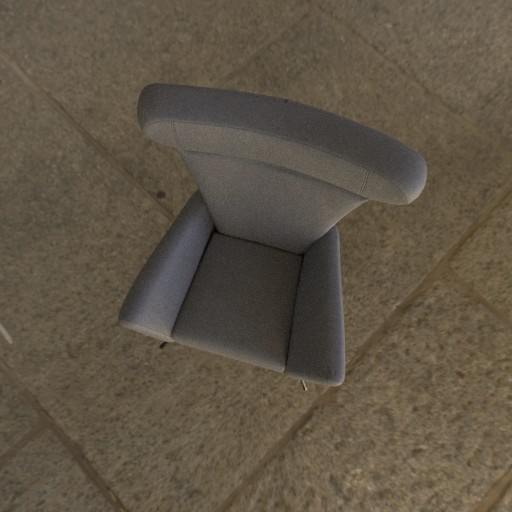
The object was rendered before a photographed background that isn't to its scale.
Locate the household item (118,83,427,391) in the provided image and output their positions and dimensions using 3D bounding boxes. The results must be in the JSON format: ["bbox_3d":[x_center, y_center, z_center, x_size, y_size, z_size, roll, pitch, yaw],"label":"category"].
[{"bbox_3d":[0.000,0.000,1.812,0.980,1.050,0.900,15,74,4],"label":"household item"}]
